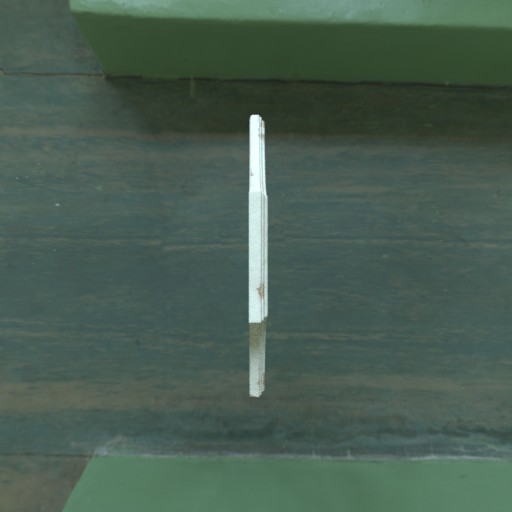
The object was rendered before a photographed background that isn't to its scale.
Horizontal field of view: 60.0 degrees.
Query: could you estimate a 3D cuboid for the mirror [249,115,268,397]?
[{"bbox_3d":[0.000,0.000,0.859,0.022,0.717,0.403,0,90,0],"label":"mirror"}]
